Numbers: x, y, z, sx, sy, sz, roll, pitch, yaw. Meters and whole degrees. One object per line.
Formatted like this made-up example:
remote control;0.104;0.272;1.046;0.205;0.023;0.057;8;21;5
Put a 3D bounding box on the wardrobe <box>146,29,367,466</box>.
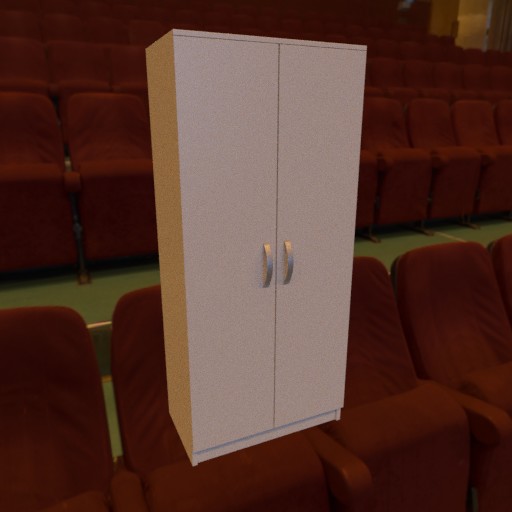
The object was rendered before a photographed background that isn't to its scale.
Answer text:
wardrobe;0.000;0.000;1.969;0.760;1.700;0.470;-7;18;-24
